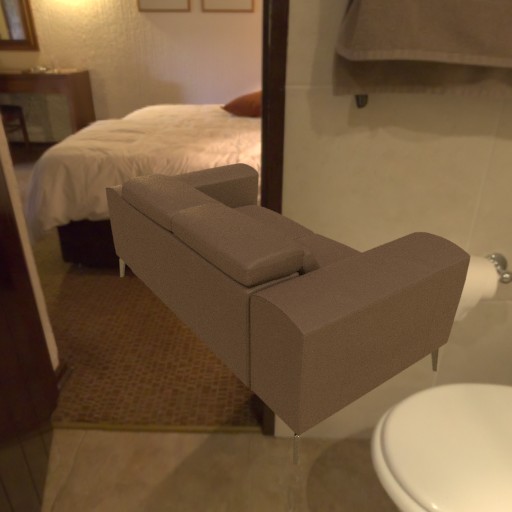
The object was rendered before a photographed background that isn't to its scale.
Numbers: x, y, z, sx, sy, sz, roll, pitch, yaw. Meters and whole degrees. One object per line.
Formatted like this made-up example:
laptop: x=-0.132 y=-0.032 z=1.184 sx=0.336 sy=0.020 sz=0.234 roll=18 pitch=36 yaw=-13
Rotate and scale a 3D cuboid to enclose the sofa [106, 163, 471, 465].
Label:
sofa: x=0.000 y=0.000 z=2.454 sx=1.003 sy=0.779 sz=1.895 roll=-18 pitch=32 yaw=-32
